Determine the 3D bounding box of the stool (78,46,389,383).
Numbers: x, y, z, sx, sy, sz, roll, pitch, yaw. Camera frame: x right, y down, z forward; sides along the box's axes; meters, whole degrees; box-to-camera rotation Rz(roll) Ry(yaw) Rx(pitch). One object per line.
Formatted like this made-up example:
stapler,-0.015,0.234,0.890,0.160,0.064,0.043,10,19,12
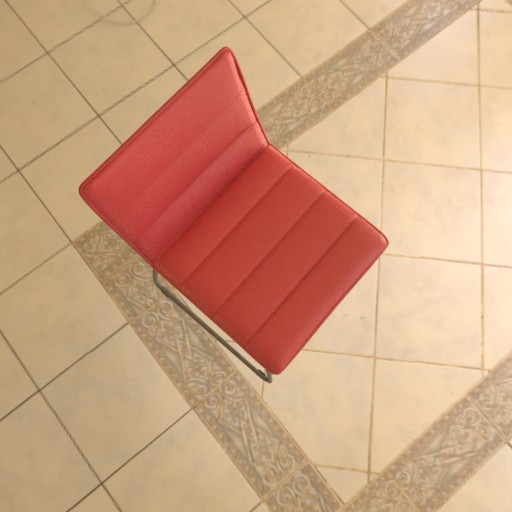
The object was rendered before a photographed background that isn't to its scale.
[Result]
stool,0.000,0.000,1.160,0.524,0.866,0.489,41,80,9
